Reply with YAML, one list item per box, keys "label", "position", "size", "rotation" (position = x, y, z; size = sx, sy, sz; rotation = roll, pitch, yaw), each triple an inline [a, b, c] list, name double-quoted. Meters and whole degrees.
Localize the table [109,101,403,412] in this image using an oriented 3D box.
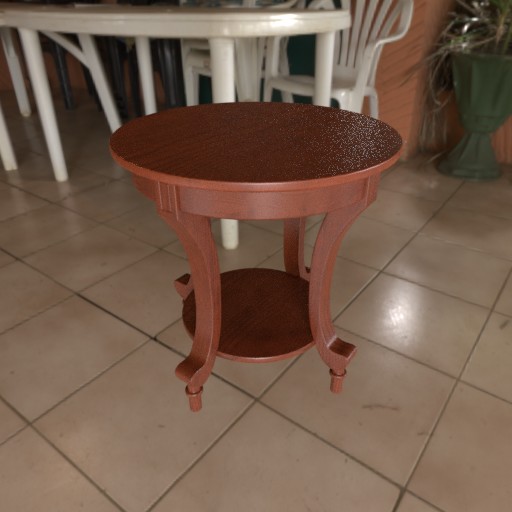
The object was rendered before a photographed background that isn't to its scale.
- label: "table"
  position: [0.000, 0.000, 1.089]
  size: [0.597, 0.612, 0.597]
  rotation: [0, 30, 0]
